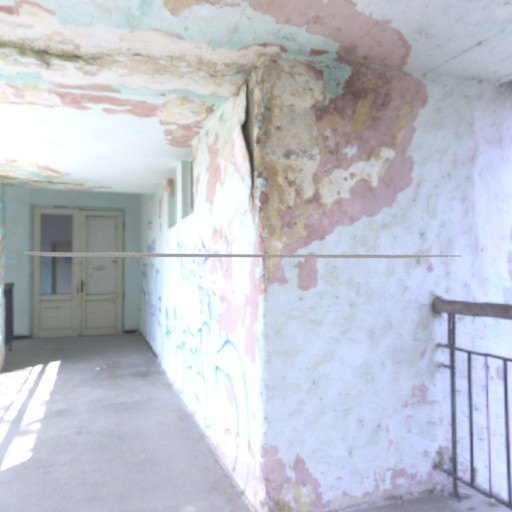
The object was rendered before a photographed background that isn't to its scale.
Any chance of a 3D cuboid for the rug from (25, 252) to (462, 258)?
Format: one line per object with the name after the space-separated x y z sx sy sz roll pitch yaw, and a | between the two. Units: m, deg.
0.000 0.000 2.739 2.442 0.016 0.770 0 -1 -18 | rug
